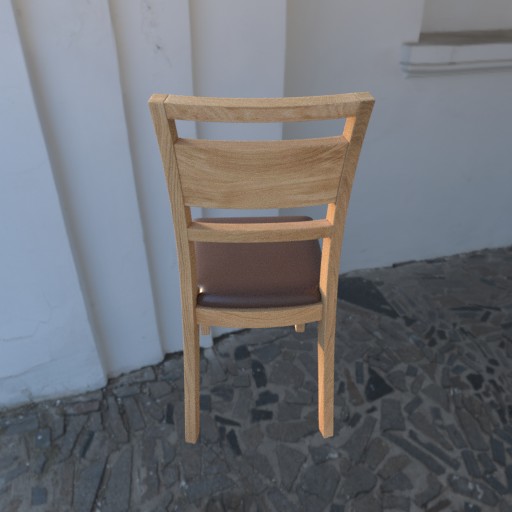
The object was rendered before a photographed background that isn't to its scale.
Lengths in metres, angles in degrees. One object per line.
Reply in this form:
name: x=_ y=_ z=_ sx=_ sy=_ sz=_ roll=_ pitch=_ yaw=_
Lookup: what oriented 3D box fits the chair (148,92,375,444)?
chair: x=0.000 y=0.000 z=1.225 sx=0.420 sy=0.940 sz=0.545 roll=-1 pitch=30 yaw=-2
